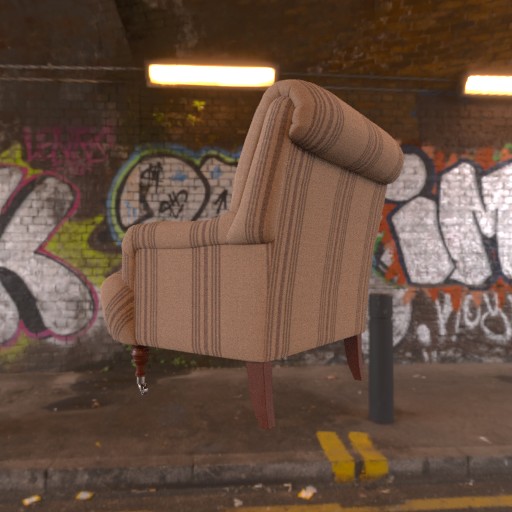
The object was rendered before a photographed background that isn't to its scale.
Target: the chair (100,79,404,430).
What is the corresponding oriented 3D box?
[{"bbox_3d":[0.000,0.000,1.618,0.914,0.940,0.813,-1,-2,36],"label":"chair"}]
